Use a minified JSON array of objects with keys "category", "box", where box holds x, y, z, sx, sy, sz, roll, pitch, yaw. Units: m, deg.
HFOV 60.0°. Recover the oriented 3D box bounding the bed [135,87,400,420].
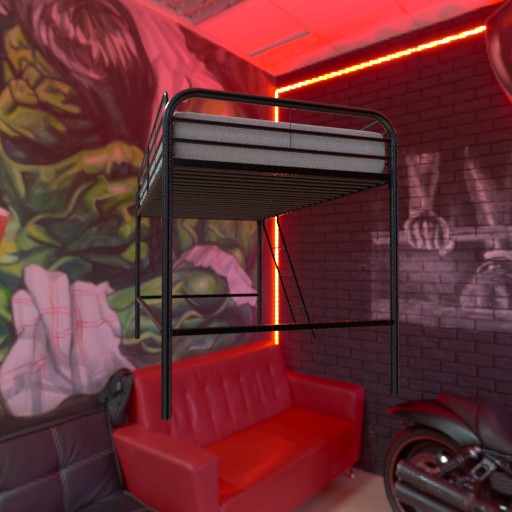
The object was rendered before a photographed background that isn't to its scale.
[{"category":"bed","box":[0.000,0.000,2.831,1.393,1.289,1.968,0,-1,-18]}]
